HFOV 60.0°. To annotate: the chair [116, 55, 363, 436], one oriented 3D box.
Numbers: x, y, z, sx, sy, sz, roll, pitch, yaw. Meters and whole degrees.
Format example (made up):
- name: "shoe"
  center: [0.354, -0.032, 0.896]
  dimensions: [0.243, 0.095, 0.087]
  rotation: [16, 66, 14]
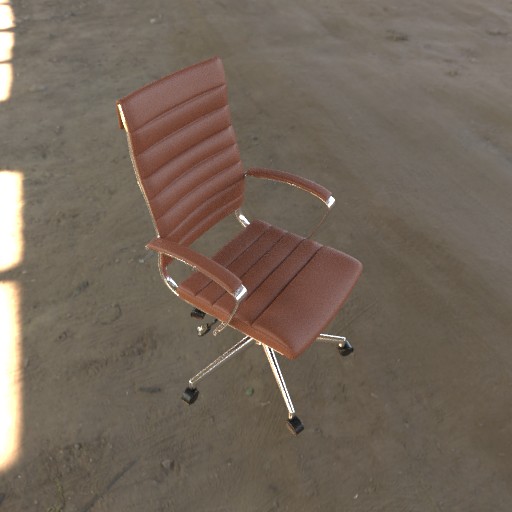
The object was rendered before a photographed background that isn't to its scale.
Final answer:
- name: "chair"
  center: [0.000, 0.000, 1.595]
  dimensions: [0.739, 1.149, 0.766]
  rotation: [26, 49, 25]
